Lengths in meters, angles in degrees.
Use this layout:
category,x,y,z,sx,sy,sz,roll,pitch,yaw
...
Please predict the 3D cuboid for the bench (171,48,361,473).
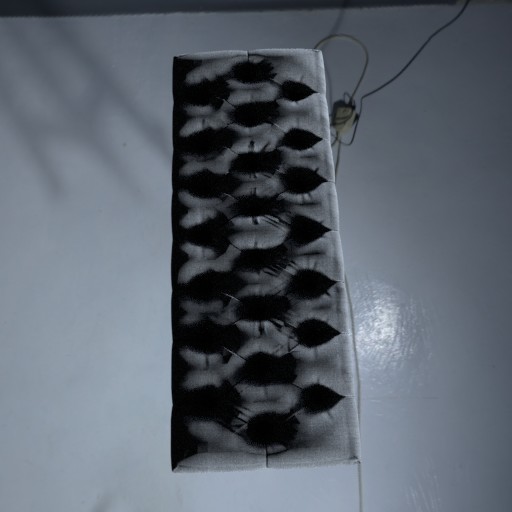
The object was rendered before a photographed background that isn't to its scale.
category,x,y,z,sx,sy,sz,roll,pitch,yaw
bench,0.000,0.000,1.273,0.417,0.470,1.052,-2,75,-1
